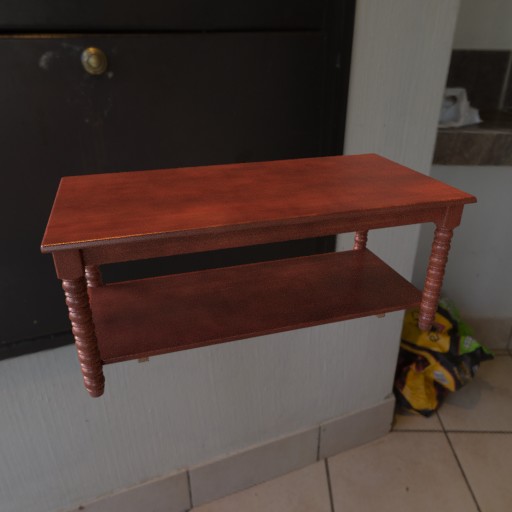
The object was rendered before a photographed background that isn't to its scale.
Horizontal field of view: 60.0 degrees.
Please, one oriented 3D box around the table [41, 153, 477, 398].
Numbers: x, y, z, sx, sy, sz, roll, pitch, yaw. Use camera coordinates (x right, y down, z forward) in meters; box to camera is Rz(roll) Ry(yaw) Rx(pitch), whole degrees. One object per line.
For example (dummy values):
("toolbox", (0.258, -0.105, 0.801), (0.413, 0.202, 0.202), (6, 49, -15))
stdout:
("table", (0.000, 0.000, 1.480), (1.171, 0.485, 0.580), (-8, 27, -15))
